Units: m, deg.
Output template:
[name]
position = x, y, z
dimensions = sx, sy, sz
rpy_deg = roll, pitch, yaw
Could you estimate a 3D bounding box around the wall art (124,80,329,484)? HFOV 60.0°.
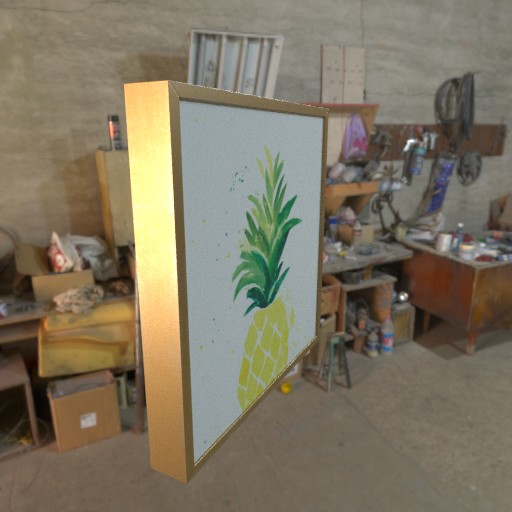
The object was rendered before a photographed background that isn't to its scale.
[wall art]
position = 0.000, 0.000, 0.457
dimensions = 0.038, 0.305, 0.306
rpy_deg = 8, 17, 27
